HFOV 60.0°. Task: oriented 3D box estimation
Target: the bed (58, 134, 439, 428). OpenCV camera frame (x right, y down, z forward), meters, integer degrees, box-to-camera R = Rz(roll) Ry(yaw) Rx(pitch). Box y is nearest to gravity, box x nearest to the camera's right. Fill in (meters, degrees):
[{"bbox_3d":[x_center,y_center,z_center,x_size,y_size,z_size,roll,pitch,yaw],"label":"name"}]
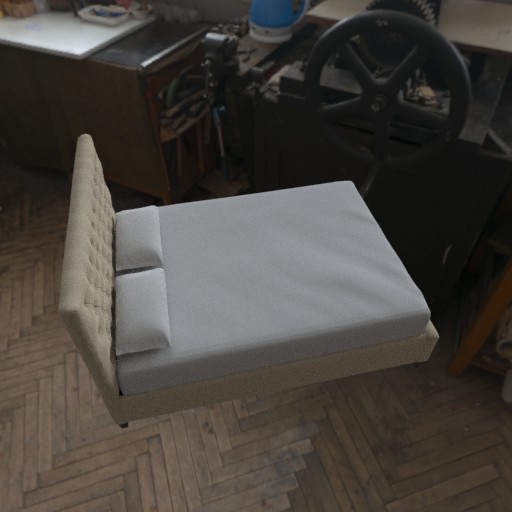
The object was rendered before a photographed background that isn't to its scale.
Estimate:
[{"bbox_3d":[0.000,0.000,3.410,2.387,1.427,1.698,-9,47,-8],"label":"bed"}]
